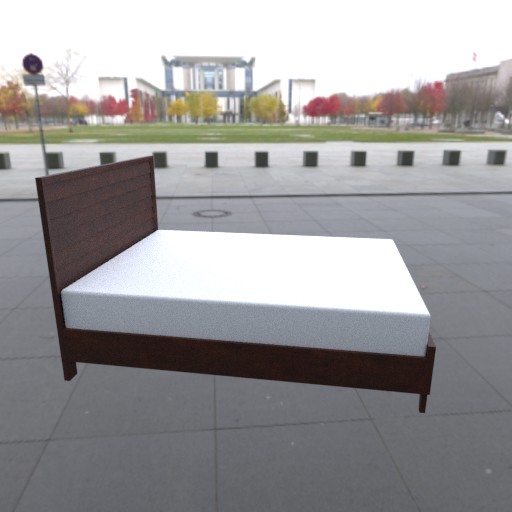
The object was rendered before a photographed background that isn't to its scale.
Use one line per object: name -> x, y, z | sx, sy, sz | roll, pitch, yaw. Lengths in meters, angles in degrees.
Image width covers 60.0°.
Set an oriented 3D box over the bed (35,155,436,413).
bed -> 0.000, 0.000, 3.194 | 2.184, 1.270, 1.600 | 3, 17, 9
